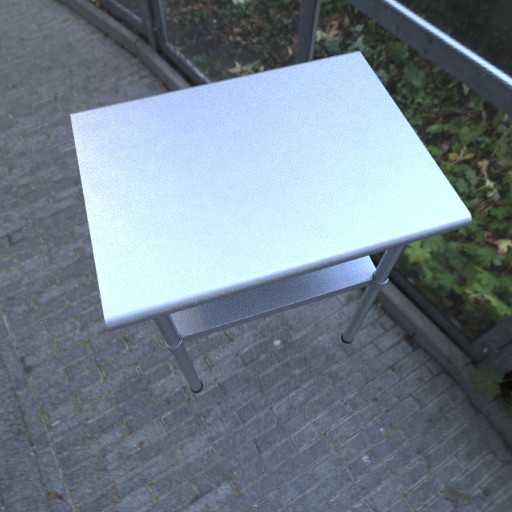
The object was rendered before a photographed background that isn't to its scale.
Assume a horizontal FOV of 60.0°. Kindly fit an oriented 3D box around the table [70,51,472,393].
[{"bbox_3d":[0.000,0.000,1.376,0.762,0.876,0.584,-16,62,-9],"label":"table"}]
